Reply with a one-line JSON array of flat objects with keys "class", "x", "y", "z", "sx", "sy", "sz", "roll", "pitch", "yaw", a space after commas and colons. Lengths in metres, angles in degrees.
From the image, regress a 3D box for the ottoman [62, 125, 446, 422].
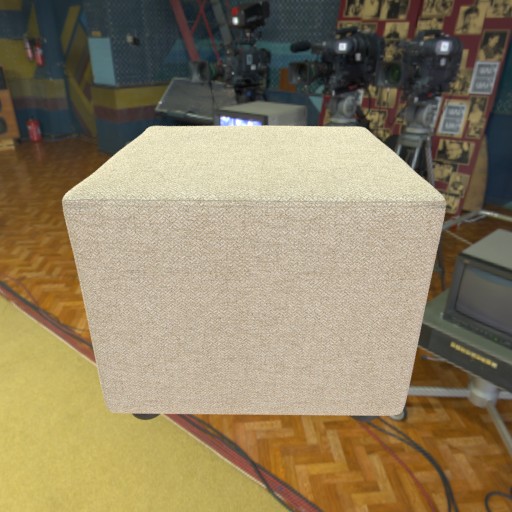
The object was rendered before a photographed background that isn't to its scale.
[{"class": "ottoman", "x": 0.000, "y": 0.000, "z": 0.868, "sx": 0.508, "sy": 0.432, "sz": 0.508, "roll": 0, "pitch": 27, "yaw": 1}]
